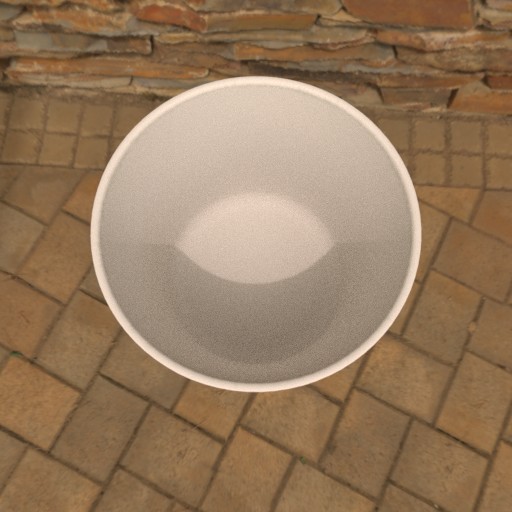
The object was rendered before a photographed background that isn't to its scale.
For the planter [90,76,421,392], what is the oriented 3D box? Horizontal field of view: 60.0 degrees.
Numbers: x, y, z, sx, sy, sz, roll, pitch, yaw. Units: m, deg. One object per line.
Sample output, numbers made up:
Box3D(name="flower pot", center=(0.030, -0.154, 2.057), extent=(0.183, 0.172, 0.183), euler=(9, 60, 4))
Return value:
Box3D(name="planter", center=(0.000, 0.000, 0.782), extent=(0.440, 0.398, 0.440), euler=(0, 76, 0))
